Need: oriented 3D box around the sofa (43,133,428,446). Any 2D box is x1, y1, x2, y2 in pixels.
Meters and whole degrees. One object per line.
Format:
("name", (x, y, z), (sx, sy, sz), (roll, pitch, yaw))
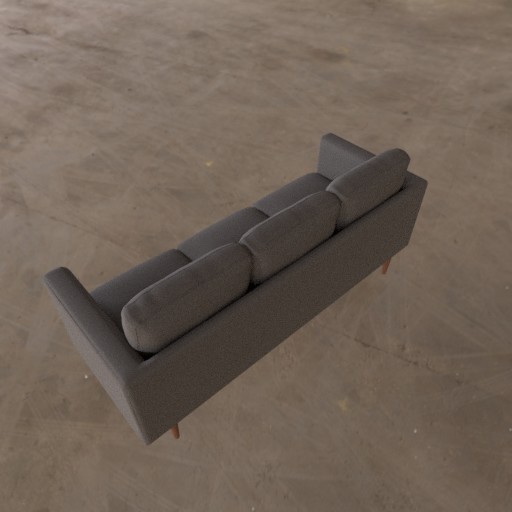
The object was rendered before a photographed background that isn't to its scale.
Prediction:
("sofa", (0.000, 0.000, 2.507), (2.029, 0.912, 0.802), (-32, 53, -28))
